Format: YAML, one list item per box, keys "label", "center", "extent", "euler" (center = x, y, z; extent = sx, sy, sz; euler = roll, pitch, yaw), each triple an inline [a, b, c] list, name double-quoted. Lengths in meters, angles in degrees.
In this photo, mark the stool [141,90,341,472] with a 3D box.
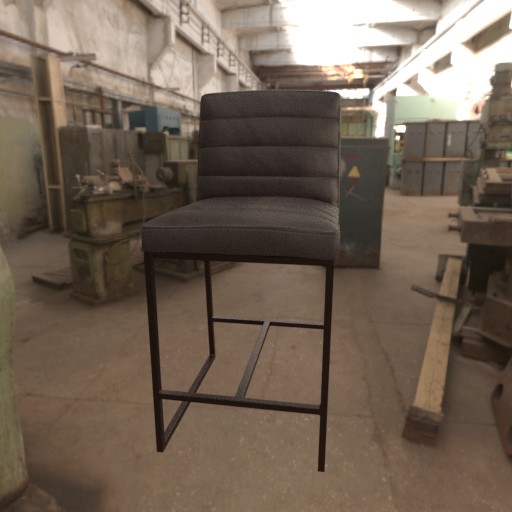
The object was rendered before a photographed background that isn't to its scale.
- label: "stool"
  center: [0.000, 0.000, 1.267]
  extent: [0.463, 0.946, 0.562]
  euler: [2, 15, 9]
